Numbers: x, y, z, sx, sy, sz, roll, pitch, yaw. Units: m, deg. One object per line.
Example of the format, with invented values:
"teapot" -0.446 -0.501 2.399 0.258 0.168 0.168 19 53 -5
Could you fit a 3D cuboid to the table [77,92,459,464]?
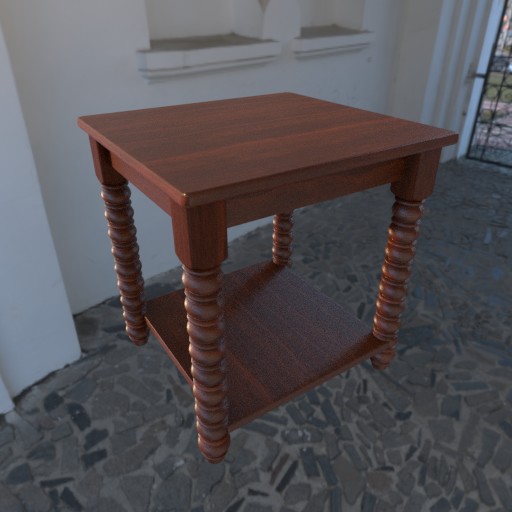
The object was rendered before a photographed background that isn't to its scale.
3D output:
"table" 0.000 0.000 0.968 0.533 0.567 0.500 -18 34 -29
